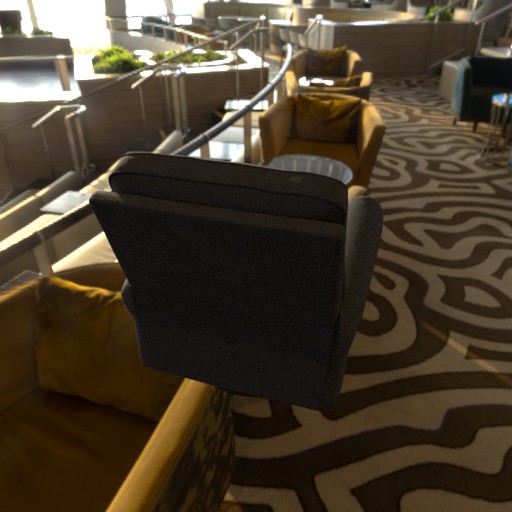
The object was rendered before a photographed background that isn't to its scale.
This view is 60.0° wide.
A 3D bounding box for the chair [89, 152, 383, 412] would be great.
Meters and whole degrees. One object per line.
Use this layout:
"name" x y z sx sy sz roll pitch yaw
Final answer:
"chair" 0.000 0.000 1.697 0.890 0.961 0.878 10 33 15
